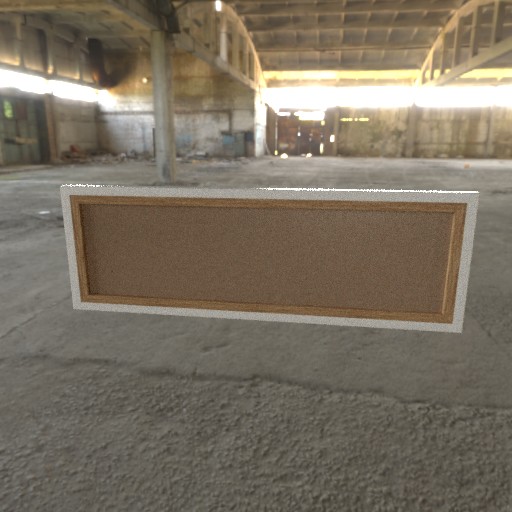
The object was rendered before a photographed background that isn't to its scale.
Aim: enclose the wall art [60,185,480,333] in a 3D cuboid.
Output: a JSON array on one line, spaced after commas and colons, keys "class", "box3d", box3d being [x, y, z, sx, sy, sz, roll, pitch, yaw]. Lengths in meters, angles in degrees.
[{"class": "wall art", "box3d": [0.000, 0.000, 1.675, 1.520, 0.507, 0.044, 2, 15, 8]}]
